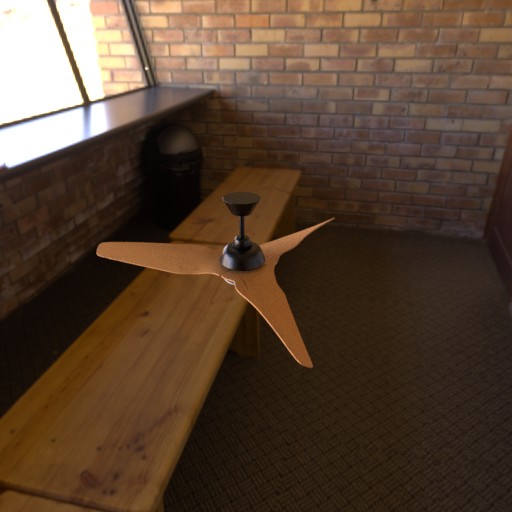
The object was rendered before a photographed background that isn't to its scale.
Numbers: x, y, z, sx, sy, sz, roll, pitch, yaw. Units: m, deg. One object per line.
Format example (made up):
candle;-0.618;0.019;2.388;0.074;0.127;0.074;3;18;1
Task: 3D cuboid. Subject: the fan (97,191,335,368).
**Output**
fan;0.000;0.000;1.642;1.142;0.355;1.010;-9;28;-17
